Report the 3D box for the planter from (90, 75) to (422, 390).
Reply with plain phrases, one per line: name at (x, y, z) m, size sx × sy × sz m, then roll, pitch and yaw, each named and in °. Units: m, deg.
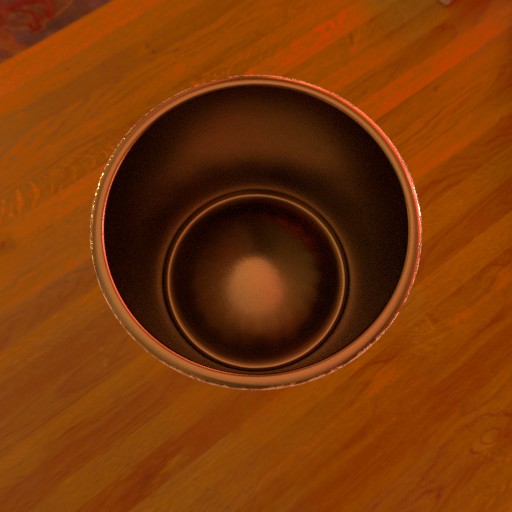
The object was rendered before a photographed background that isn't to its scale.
planter at (0.000, 0.000, 0.385) m, size 0.221 × 0.201 × 0.221 m, roll 0°, pitch 75°, yaw 0°
